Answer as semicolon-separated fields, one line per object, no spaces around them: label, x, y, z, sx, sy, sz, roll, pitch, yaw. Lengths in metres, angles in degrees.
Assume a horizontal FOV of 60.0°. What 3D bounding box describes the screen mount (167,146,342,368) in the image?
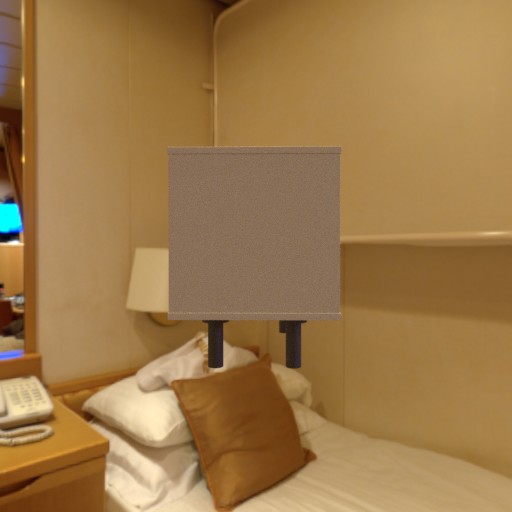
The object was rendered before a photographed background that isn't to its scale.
screen mount;0.000;0.000;1.819;0.418;0.520;1.600;0;1;1
